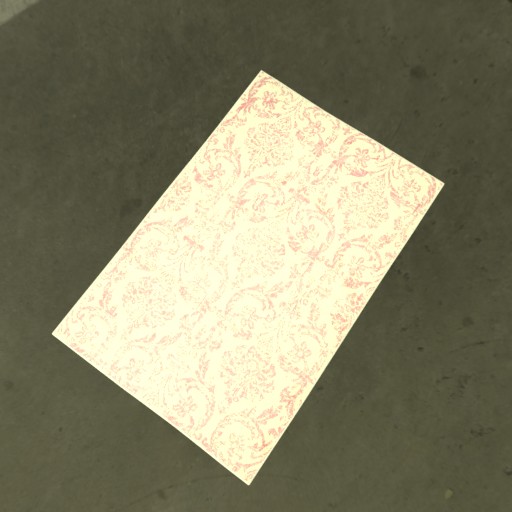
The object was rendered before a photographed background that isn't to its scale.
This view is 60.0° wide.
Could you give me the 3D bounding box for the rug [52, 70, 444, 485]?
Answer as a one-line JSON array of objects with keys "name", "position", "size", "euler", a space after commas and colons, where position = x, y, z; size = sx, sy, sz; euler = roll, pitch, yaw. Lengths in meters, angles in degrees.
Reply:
[{"name": "rug", "position": [0.000, 0.000, 3.460], "size": [1.819, 0.018, 2.746], "euler": [34, 79, 7]}]
